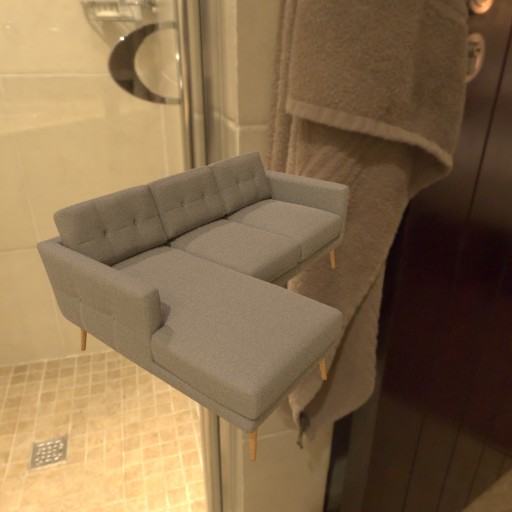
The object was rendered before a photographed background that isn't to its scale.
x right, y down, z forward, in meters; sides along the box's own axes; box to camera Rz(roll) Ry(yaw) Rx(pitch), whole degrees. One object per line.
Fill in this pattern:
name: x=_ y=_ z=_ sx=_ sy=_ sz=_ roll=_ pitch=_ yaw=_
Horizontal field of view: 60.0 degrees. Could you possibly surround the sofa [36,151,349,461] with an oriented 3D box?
sofa: x=0.000 y=0.000 z=2.815 sx=1.530 sy=0.860 sz=2.040 roll=18 pitch=31 yaw=33
